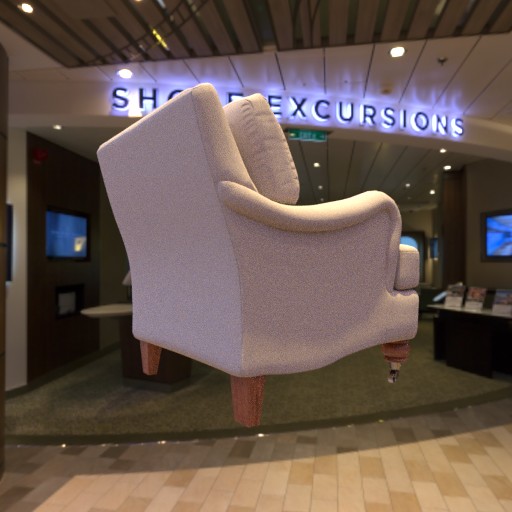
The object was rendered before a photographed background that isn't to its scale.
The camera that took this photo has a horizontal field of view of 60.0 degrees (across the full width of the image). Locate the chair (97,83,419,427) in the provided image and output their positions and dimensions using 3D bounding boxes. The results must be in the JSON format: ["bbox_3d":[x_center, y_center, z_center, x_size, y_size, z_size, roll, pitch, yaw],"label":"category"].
[{"bbox_3d":[0.000,0.000,1.862,1.070,1.038,0.955,0,-1,-36],"label":"chair"}]
